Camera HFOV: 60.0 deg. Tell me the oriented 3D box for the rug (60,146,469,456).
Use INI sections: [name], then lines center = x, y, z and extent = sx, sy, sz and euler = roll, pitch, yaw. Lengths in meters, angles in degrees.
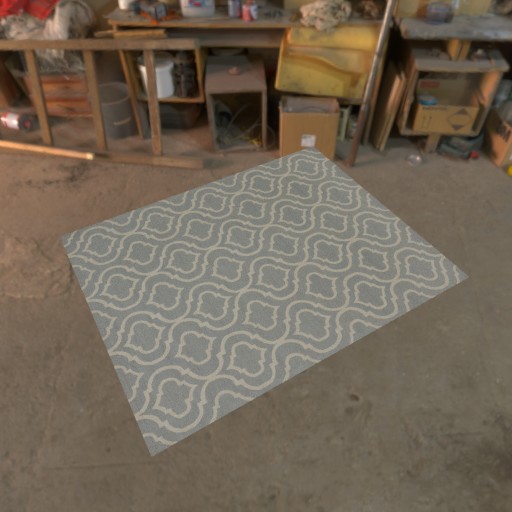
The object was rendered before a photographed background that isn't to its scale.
[rug]
center = 0.000, 0.000, 3.965
extent = 2.892, 0.006, 2.283
euler = -24, 52, -20
